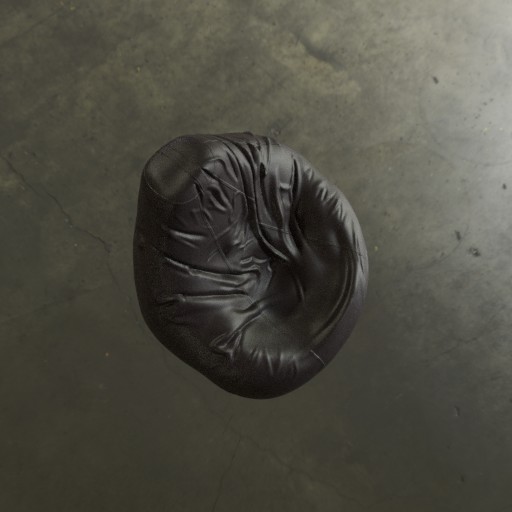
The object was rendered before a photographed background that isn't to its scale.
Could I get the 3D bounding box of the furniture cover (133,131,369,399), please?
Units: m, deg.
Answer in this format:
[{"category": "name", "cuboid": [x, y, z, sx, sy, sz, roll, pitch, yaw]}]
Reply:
[{"category": "furniture cover", "cuboid": [0.000, 0.000, 1.882, 1.070, 0.990, 1.070, 33, 77, 9]}]
